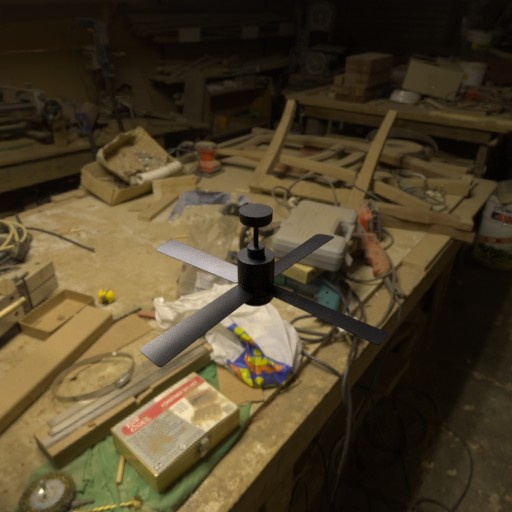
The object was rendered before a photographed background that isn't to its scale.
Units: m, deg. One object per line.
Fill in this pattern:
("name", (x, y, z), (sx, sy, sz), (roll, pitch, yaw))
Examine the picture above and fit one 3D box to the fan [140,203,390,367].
("fan", (0.000, 0.000, 2.377), (1.525, 0.534, 1.525), (22, 36, 33))
